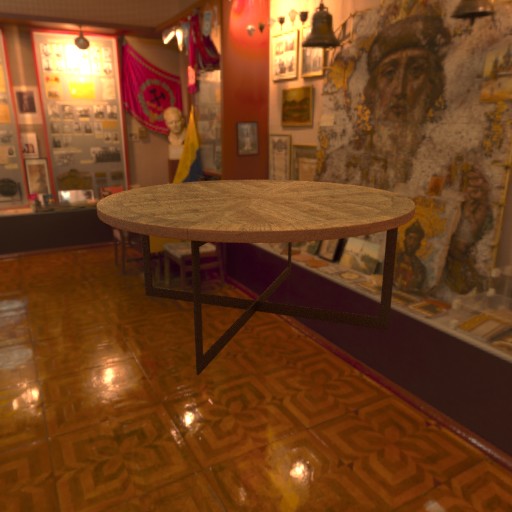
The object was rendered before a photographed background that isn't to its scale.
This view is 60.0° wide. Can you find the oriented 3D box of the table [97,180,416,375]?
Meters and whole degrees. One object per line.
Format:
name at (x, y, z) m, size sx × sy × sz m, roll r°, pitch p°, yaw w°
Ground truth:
table at (0.000, 0.000, 1.929) m, size 1.264 × 0.516 × 1.264 m, roll 0°, pitch 16°, yaw 0°
